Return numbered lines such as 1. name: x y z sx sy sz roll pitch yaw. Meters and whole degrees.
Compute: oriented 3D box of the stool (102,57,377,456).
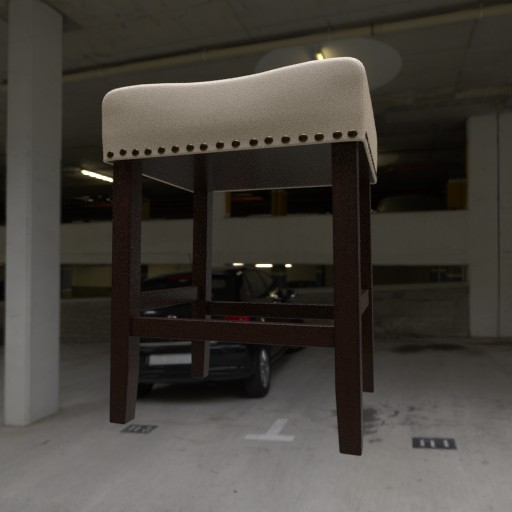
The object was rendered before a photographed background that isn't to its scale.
1. stool: 0.000 0.000 0.915 0.471 0.609 0.401 0 -1 18
